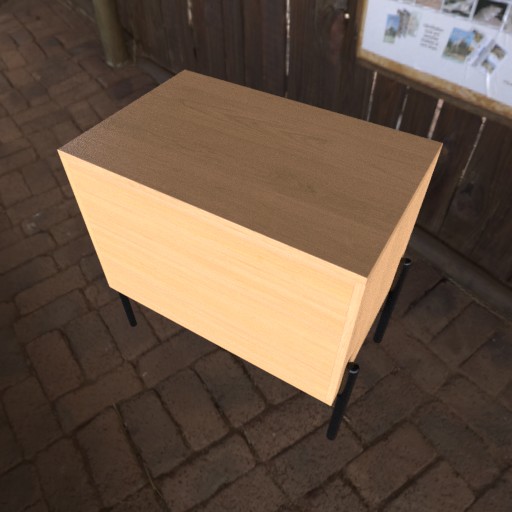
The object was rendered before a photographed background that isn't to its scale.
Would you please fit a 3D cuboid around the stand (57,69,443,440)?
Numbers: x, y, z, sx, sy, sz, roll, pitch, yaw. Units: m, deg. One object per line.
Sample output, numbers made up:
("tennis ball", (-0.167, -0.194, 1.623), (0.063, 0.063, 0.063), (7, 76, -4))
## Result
("stand", (0.000, 0.000, 1.021), (0.630, 0.600, 0.400), (24, 51, 21))
